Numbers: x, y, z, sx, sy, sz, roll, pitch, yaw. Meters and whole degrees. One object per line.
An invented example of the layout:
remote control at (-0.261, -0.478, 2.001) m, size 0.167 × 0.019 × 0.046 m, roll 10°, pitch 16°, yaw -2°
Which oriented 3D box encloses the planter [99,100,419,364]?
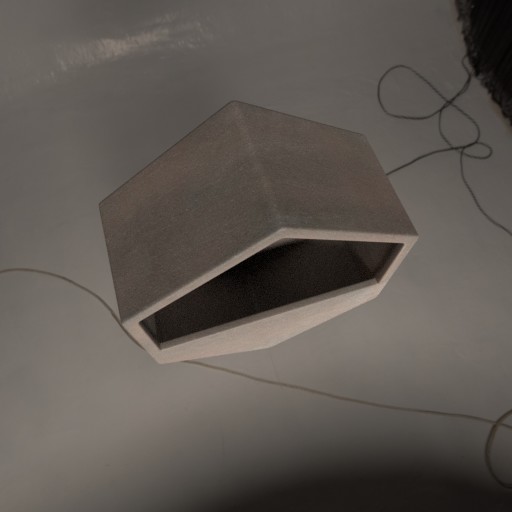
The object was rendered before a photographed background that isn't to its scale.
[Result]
planter at (0.000, 0.000, 0.297) m, size 0.169 × 0.206 × 0.077 m, roll -16°, pitch 66°, yaw -7°
